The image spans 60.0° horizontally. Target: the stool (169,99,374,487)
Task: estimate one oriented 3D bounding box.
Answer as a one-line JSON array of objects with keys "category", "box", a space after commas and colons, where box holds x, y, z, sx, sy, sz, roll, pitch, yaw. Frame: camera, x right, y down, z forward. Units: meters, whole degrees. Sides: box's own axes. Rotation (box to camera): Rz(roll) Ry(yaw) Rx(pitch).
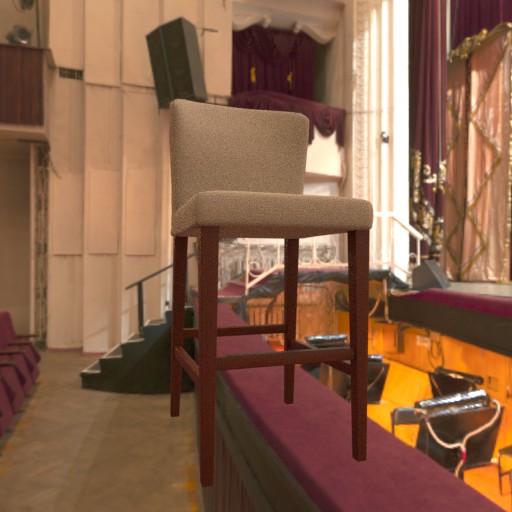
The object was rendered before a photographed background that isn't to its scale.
[{"category": "stool", "box": [0.000, 0.000, 1.333, 0.481, 1.069, 0.568, 0, -1, -19]}]
